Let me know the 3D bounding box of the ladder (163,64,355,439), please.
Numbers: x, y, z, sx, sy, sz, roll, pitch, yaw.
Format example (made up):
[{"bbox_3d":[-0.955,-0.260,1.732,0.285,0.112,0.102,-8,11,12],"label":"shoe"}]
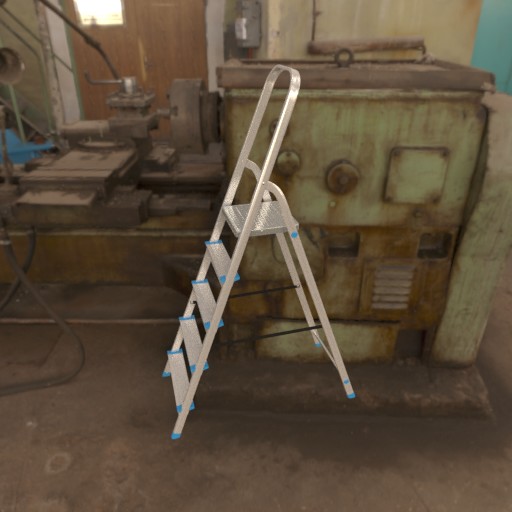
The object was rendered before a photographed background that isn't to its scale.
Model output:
[{"bbox_3d":[0.000,0.000,2.090,0.990,1.648,0.468,-8,29,-14],"label":"ladder"}]
